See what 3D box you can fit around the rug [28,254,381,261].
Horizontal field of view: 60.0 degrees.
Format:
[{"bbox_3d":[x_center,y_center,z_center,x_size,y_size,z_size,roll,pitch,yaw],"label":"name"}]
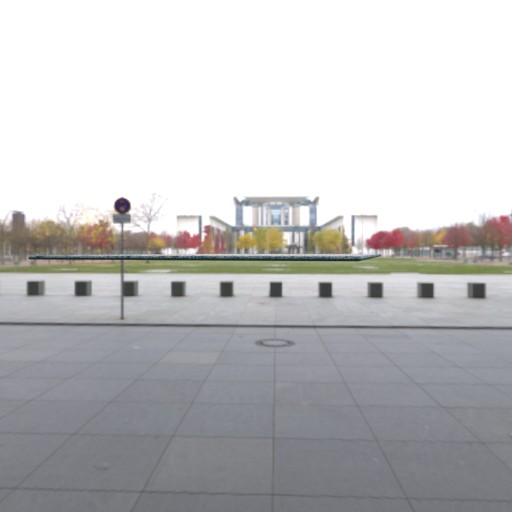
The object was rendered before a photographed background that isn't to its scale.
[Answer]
[{"bbox_3d":[0.000,0.000,2.349,1.219,0.016,1.829,0,0,18],"label":"rug"}]
